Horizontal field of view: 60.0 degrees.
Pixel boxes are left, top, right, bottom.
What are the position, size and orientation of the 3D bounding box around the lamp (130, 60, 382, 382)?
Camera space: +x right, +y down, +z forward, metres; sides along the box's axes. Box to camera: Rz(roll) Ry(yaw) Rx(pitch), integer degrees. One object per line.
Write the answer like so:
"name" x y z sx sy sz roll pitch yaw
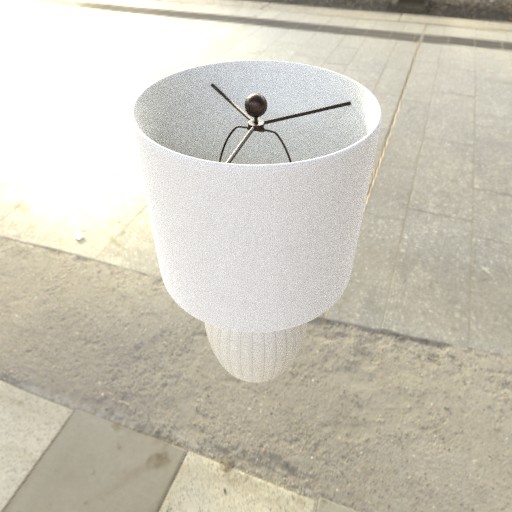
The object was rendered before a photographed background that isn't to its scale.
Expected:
"lamp" 0.000 0.000 0.770 0.328 0.570 0.328 0 42 0
